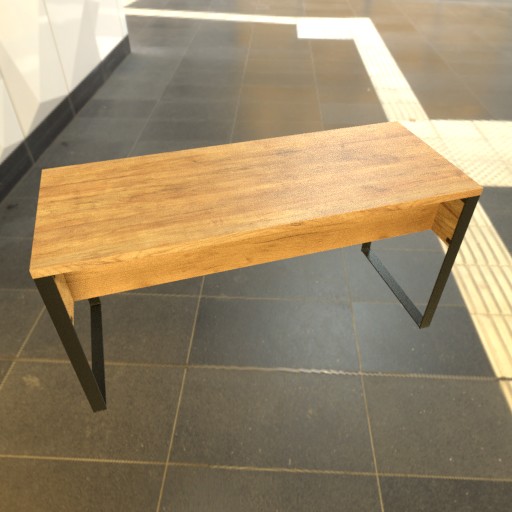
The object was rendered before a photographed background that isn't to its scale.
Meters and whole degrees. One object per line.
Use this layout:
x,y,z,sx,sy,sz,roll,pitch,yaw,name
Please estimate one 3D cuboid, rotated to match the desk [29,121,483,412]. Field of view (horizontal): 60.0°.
0.000,0.000,1.885,1.520,0.760,0.600,-11,42,-13,desk
